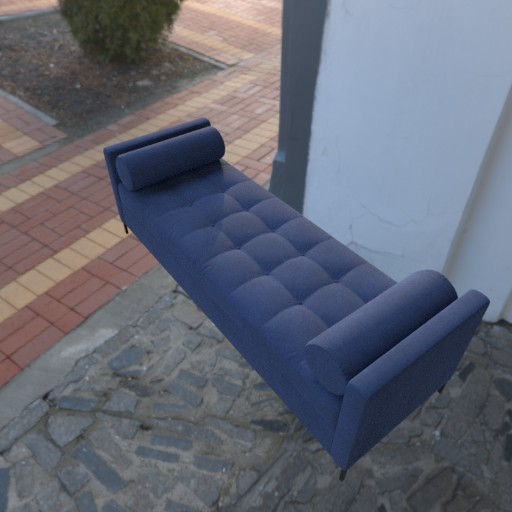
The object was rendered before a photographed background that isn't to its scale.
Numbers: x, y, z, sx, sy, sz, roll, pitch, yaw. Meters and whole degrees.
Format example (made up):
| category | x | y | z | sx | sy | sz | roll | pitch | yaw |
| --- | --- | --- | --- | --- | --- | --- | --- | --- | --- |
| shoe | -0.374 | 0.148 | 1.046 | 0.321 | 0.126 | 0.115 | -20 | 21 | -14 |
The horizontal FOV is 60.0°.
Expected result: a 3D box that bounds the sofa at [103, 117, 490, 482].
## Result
| category | x | y | z | sx | sy | sz | roll | pitch | yaw |
| --- | --- | --- | --- | --- | --- | --- | --- | --- | --- |
| sofa | 0.000 | 0.000 | 2.260 | 0.686 | 0.635 | 1.981 | -27 | 48 | -27 |
